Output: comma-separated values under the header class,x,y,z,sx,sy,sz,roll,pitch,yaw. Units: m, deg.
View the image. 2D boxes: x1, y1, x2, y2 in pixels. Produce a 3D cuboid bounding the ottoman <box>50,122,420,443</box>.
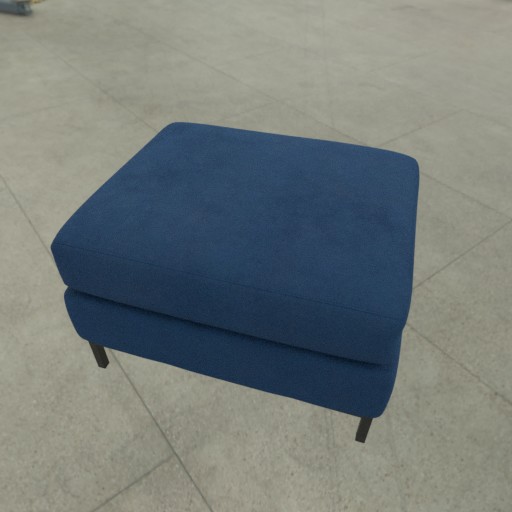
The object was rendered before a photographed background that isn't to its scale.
class,x,y,z,sx,sy,sz,roll,pitch,yaw
ottoman,0.000,0.000,1.204,0.794,0.485,0.655,12,43,13
